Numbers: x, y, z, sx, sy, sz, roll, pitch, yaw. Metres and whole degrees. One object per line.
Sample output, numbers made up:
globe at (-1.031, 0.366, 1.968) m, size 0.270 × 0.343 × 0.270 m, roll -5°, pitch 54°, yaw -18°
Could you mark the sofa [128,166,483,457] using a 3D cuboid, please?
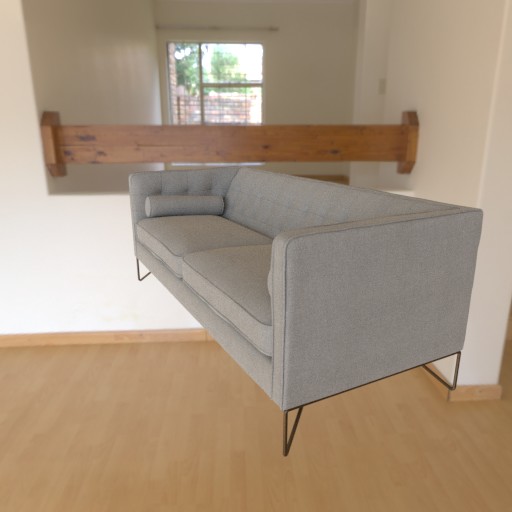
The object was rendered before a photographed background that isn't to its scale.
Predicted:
sofa at (0.000, 0.000, 2.470) m, size 0.912 × 0.798 × 2.079 m, roll -9°, pitch 19°, yaw -27°
